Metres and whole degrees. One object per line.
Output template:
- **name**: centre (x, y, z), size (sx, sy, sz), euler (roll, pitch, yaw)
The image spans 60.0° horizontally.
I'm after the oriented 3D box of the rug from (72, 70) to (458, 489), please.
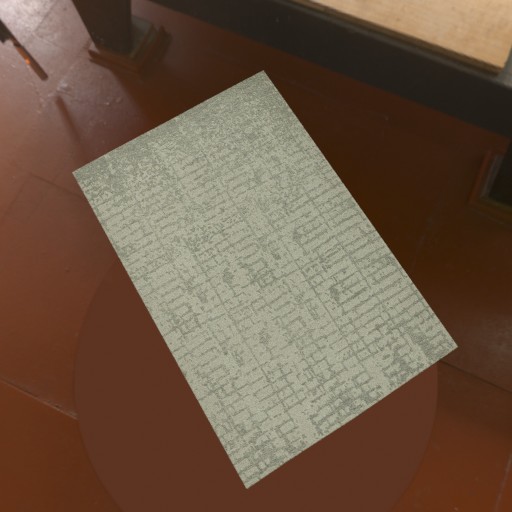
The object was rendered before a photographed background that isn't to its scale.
- **rug**: centre (0.000, 0.000, 2.280), size (1.211, 0.007, 1.827), euler (-31, 78, -7)
